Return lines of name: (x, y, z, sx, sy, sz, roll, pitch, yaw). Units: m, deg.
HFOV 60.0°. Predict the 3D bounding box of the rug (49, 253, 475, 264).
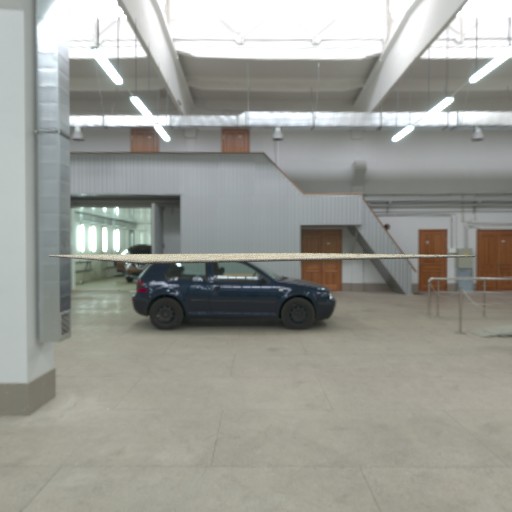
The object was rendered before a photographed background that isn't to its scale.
rug: (0.000, 0.000, 4.043, 3.050, 0.016, 2.441, -1, 1, -35)
